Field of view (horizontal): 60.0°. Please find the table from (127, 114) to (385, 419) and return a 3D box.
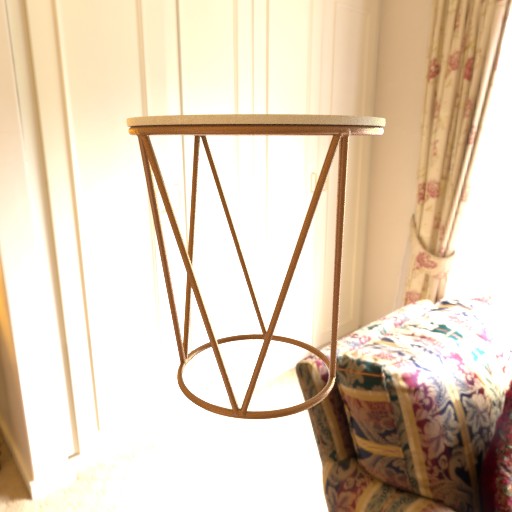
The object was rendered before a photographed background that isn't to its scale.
[{"bbox_3d":[0.000,0.000,0.962,0.500,0.564,0.500,0,15,0],"label":"table"}]
